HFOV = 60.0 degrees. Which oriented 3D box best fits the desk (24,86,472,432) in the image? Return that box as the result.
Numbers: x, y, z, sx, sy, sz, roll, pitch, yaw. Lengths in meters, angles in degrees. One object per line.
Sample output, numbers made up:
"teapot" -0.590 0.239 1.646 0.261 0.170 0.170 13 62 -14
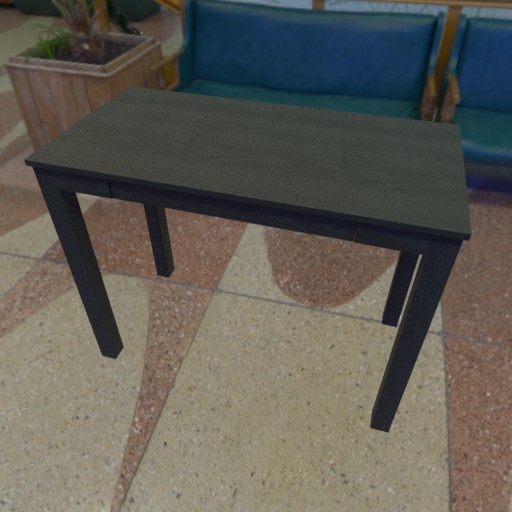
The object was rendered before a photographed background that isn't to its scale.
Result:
"desk" 0.000 0.000 1.364 0.991 0.762 0.499 11 42 13
